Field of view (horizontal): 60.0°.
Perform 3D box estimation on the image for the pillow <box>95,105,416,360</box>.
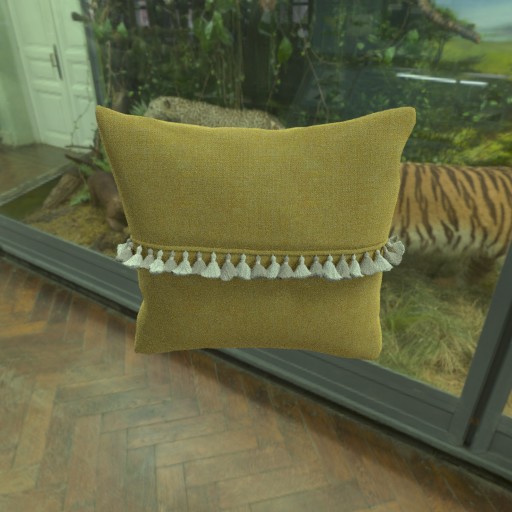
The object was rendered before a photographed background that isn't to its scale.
[{"bbox_3d":[0.000,0.000,0.746,0.485,0.481,0.167,1,30,1],"label":"pillow"}]
